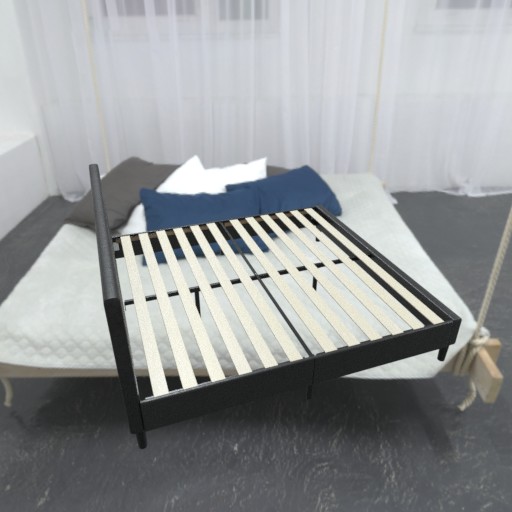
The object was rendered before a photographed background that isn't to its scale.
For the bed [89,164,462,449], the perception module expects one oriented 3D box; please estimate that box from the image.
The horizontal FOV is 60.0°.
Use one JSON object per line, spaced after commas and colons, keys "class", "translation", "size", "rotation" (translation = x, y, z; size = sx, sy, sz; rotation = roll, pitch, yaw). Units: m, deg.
{"class": "bed", "translation": [0.000, 0.000, 3.333], "size": [2.152, 1.046, 2.018], "rotation": [-10, 31, -17]}
